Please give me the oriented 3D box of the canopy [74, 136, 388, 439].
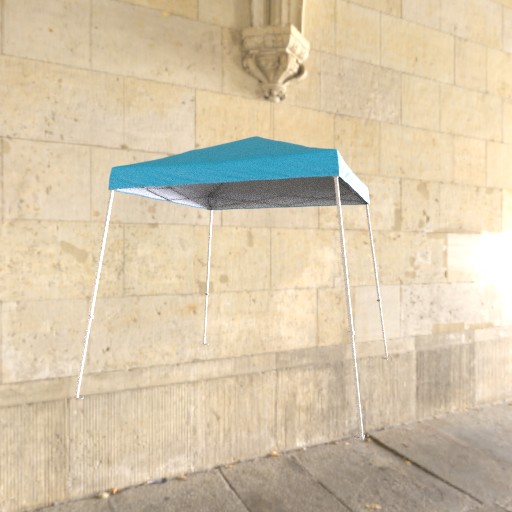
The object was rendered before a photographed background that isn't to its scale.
[{"bbox_3d":[0.000,0.000,5.288,2.848,2.849,2.849,0,0,20],"label":"canopy"}]
